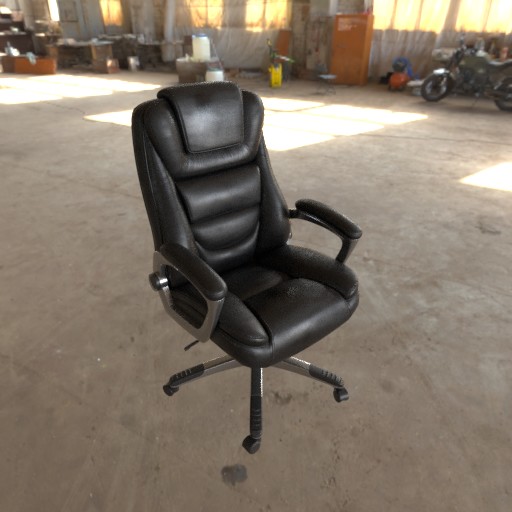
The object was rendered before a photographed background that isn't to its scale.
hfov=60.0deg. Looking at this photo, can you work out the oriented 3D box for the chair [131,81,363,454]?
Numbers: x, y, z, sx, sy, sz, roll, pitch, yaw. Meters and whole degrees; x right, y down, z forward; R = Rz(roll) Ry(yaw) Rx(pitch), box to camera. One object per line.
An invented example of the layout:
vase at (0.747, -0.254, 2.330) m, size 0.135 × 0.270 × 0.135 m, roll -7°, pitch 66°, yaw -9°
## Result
chair at (0.000, 0.000, 1.538) m, size 0.697 × 1.075 × 0.689 m, roll -22°, pitch 36°, yaw -33°
